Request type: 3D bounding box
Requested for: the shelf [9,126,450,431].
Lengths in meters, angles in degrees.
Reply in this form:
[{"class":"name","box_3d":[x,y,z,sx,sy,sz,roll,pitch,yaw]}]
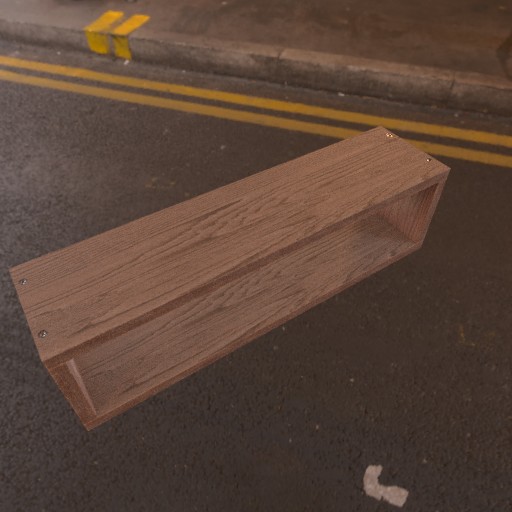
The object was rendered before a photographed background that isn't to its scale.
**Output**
[{"class":"shelf","box_3d":[0.000,0.000,0.664,0.610,0.170,0.150,-25,51,-22]}]
